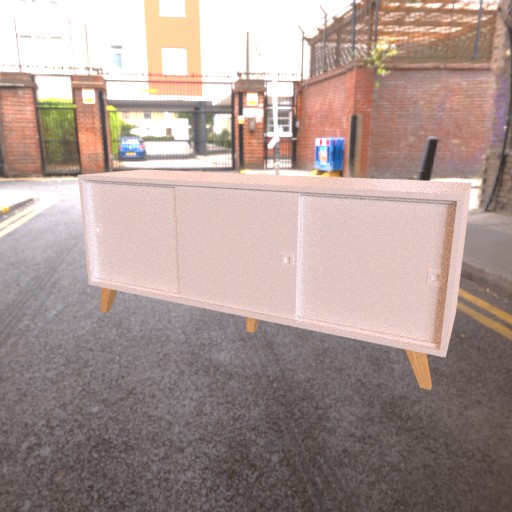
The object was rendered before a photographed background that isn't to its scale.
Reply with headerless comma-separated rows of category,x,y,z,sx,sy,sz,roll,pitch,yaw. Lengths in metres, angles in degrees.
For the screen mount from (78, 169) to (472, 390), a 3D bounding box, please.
screen mount,0.000,0.000,1.788,1.490,0.619,0.400,8,16,27
